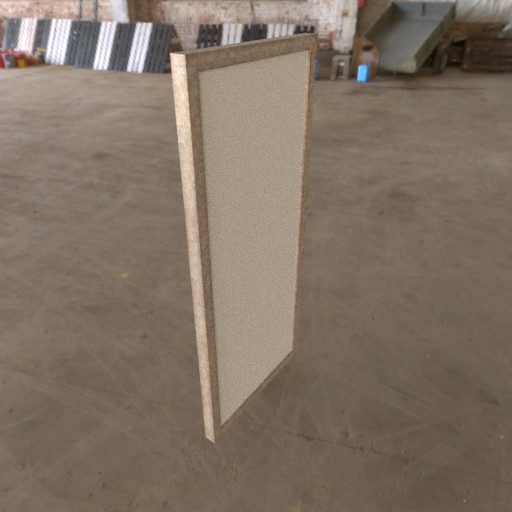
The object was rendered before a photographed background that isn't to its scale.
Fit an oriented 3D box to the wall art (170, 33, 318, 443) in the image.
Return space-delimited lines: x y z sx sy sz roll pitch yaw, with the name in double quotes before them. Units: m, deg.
"wall art" 0.000 0.000 1.670 0.051 1.461 0.648 21 37 30
